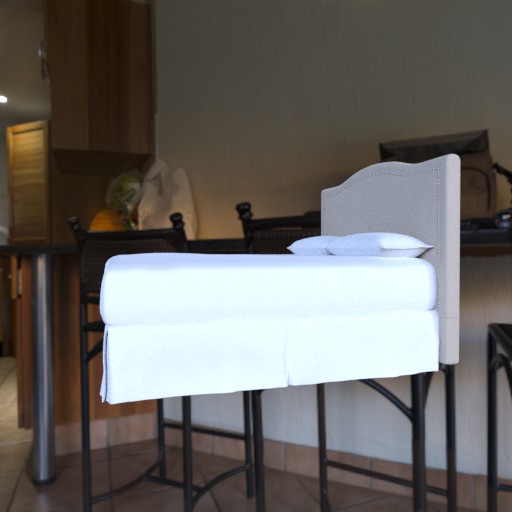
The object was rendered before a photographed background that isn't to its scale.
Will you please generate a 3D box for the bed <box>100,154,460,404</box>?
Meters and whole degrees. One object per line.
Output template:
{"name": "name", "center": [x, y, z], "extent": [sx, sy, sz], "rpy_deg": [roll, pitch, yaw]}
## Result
{"name": "bed", "center": [0.000, 0.000, 3.128], "extent": [2.052, 1.398, 1.678], "rpy_deg": [0, 1, -18]}
